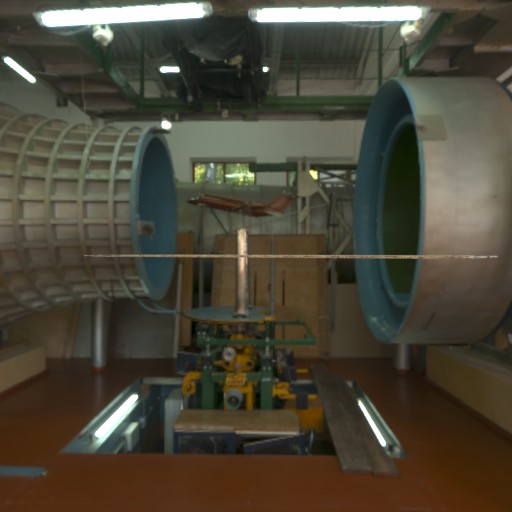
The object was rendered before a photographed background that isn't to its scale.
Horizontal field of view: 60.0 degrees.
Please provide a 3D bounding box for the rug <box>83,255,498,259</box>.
[{"bbox_3d":[0.000,0.000,2.843,2.664,0.011,0.762,0,0,36],"label":"rug"}]
